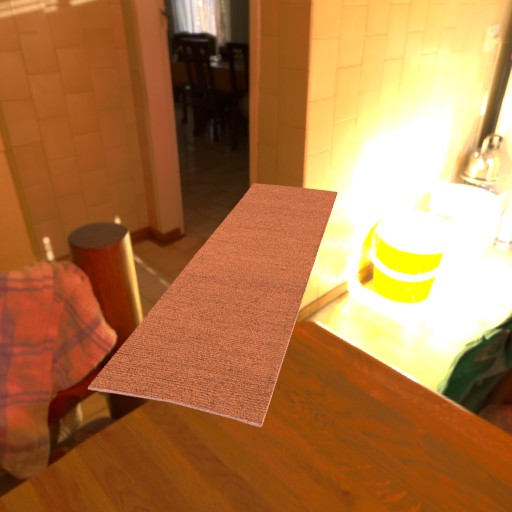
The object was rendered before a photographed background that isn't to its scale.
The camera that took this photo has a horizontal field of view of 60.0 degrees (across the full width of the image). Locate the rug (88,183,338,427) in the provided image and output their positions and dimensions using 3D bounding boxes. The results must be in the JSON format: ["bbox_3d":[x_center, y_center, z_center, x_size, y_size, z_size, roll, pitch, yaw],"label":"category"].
[{"bbox_3d":[0.000,0.000,2.593,0.692,0.032,2.320,8,31,14],"label":"rug"}]
